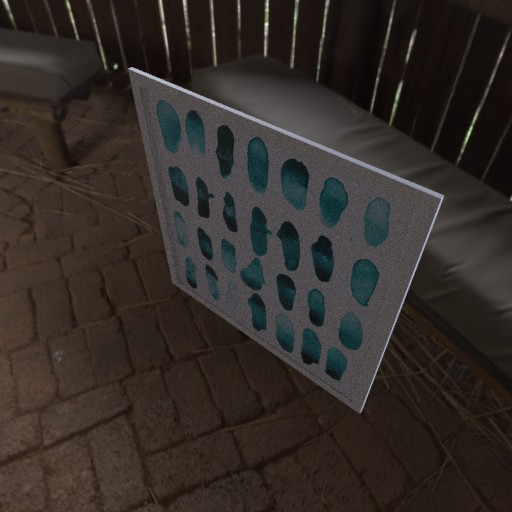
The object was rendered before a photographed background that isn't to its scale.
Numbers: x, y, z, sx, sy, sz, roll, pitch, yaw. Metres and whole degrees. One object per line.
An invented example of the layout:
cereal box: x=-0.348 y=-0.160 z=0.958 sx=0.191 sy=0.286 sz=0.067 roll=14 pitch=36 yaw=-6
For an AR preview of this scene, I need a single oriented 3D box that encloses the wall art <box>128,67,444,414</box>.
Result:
wall art: x=0.000 y=0.000 z=0.836 sx=0.558 sy=0.559 sz=0.009 roll=30 pitch=53 yaw=26
